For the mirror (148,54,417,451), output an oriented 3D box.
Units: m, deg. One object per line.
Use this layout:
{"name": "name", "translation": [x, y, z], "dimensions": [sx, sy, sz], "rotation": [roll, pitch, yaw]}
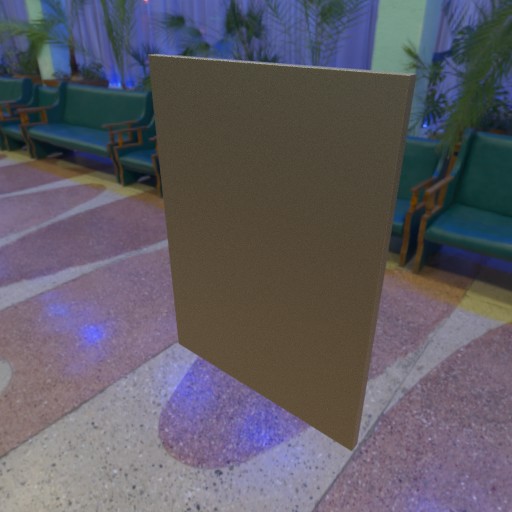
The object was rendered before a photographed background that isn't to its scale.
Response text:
{"name": "mirror", "translation": [0.000, 0.000, 1.273], "dimensions": [0.756, 1.023, 0.032], "rotation": [22, 35, 34]}
